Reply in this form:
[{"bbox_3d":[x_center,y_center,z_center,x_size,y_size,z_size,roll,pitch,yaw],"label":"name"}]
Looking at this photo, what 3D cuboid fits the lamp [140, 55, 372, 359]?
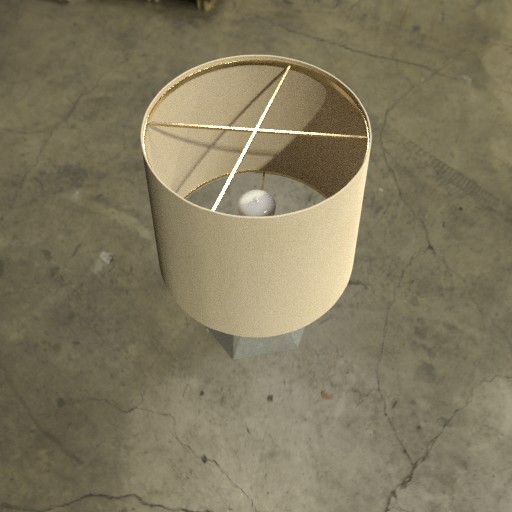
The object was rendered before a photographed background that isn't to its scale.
[{"bbox_3d":[0.000,0.000,0.656,0.276,0.501,0.276,0,59,0],"label":"lamp"}]
